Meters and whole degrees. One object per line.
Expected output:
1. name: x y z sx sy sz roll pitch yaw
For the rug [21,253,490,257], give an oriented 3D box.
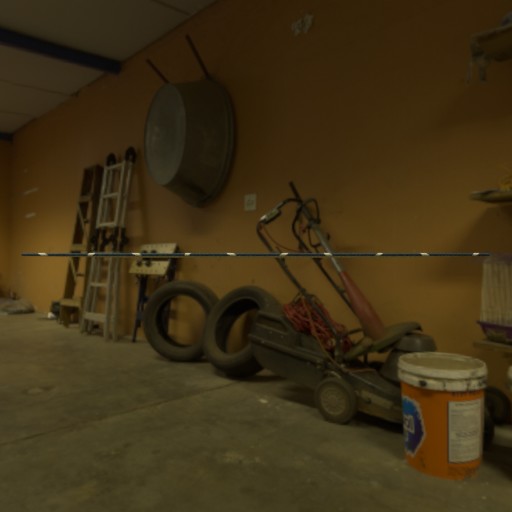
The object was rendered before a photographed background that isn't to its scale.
1. rug: 0.000 0.000 2.222 1.753 0.010 1.143 0 -1 1
